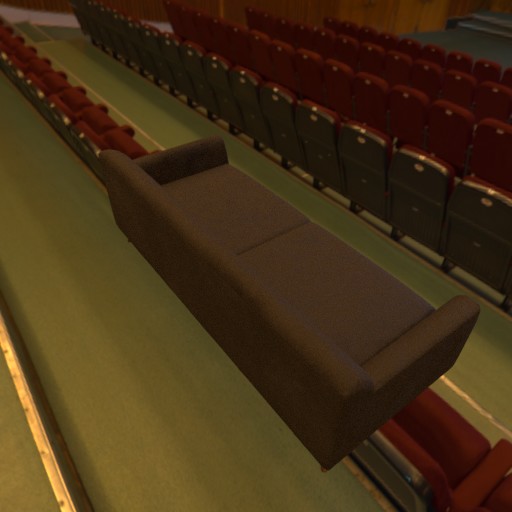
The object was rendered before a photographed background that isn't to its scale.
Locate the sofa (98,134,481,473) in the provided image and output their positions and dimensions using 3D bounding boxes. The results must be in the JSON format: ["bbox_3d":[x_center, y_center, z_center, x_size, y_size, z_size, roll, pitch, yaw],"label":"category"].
[{"bbox_3d":[0.000,0.000,2.567,0.900,0.740,2.190,-26,47,-27],"label":"sofa"}]
